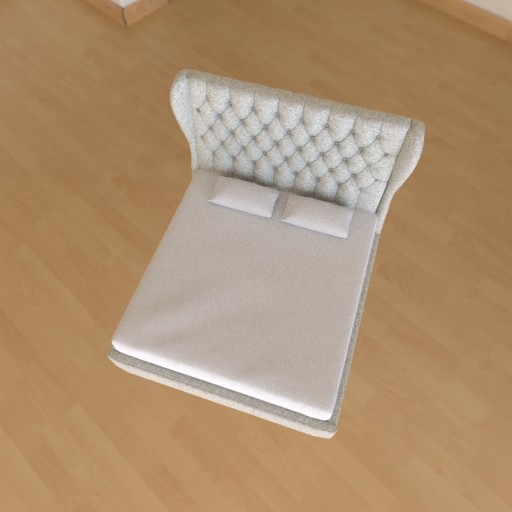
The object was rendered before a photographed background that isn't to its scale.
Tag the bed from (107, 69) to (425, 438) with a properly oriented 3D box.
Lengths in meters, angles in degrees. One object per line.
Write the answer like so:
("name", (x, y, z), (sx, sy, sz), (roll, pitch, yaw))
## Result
("bed", (0.000, 0.000, 3.970), (2.219, 1.771, 2.347), (16, 62, 9))
